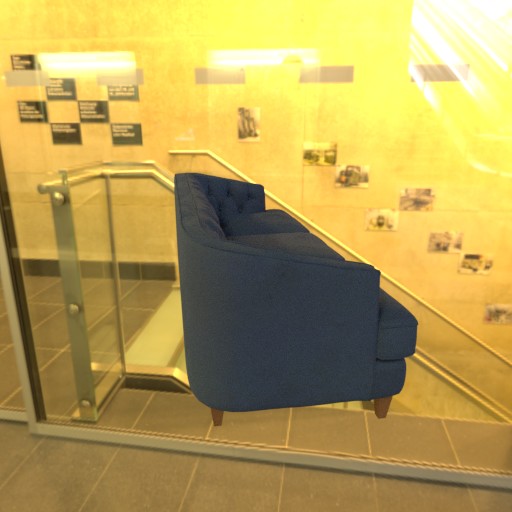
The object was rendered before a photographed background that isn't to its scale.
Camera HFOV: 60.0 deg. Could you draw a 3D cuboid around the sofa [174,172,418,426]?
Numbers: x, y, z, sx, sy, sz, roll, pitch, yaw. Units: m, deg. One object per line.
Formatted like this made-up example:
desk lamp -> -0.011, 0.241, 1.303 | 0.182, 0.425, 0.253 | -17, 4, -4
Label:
sofa -> 0.000, 0.000, 2.731 | 0.941, 0.855, 2.278 | -3, 18, -10
